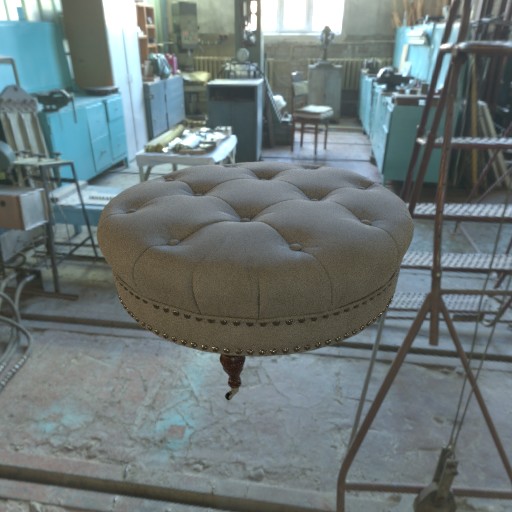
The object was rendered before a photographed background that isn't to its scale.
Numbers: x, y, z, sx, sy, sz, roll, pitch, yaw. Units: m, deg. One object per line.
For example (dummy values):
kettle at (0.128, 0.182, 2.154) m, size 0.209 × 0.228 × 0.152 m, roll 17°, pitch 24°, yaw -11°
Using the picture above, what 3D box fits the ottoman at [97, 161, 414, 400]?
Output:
ottoman at (0.000, 0.000, 1.380) m, size 0.901 × 0.439 × 0.901 m, roll 0°, pitch 27°, yaw 0°
